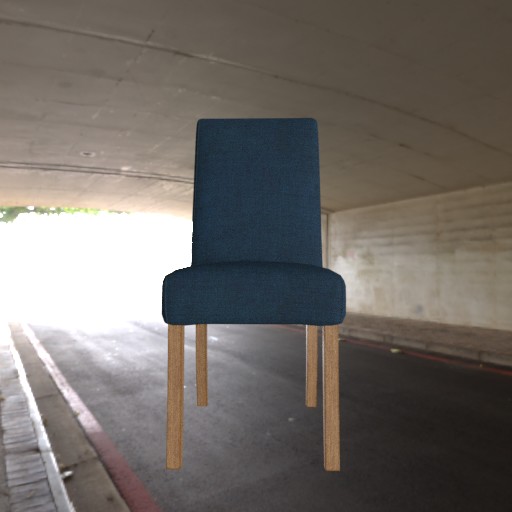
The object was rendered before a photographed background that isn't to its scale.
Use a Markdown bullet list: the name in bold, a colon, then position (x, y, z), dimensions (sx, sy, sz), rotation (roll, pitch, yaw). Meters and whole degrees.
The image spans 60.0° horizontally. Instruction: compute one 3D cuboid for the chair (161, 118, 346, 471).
- **chair**: position (0.000, 0.000, 1.361), dimensions (0.450, 1.029, 0.610), rotation (0, -2, 1)
